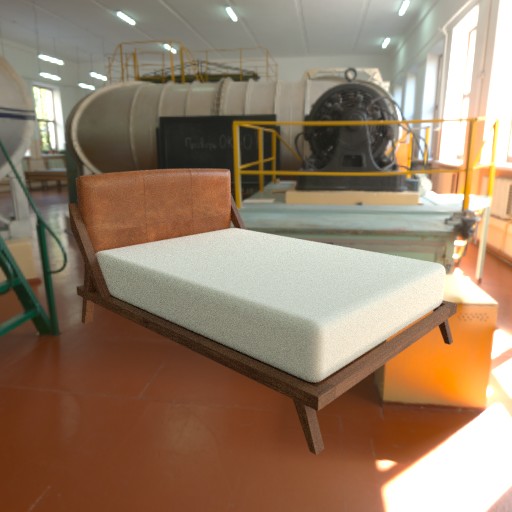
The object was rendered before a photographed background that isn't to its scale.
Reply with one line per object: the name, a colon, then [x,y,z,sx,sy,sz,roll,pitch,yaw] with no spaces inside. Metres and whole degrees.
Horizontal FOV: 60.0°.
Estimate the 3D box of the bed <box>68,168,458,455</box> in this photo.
bed: [0.000,0.000,3.213,2.311,1.168,1.651,13,19,42]
